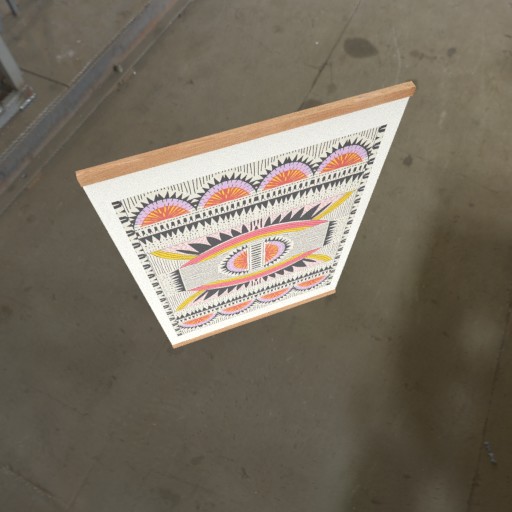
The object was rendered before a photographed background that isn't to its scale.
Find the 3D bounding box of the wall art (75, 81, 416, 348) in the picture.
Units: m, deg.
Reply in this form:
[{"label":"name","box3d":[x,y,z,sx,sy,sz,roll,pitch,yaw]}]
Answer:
[{"label":"wall art","box3d":[0.000,0.000,1.914,0.999,1.533,0.028,-18,63,-9]}]
